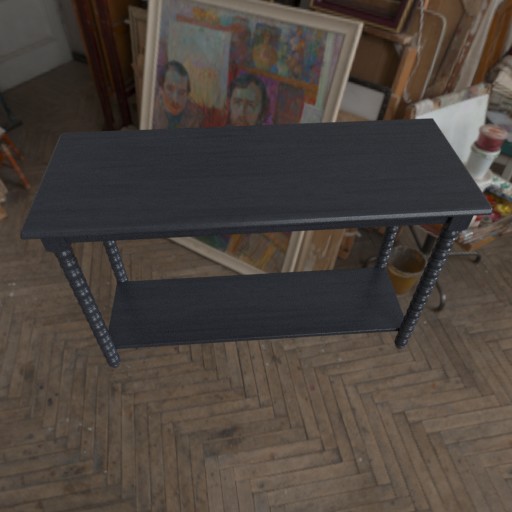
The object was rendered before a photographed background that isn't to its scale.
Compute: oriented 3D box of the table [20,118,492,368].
[{"bbox_3d":[0.000,0.000,1.516,1.184,0.735,0.459,-3,47,-3],"label":"table"}]
